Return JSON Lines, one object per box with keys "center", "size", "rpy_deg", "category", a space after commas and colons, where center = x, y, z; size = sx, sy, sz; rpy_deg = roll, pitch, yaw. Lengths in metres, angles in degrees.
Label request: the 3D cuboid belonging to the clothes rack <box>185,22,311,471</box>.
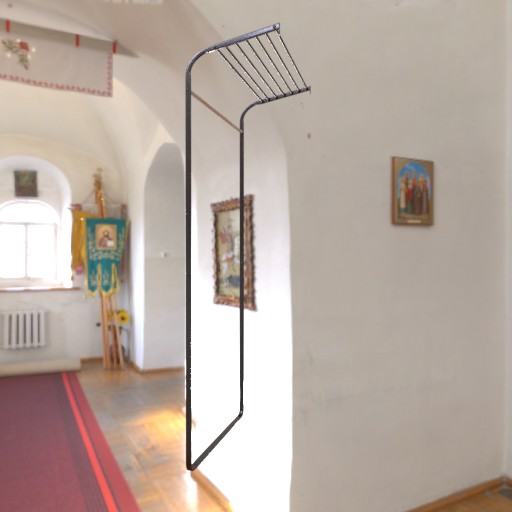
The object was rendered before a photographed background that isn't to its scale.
{"center": [0.000, 0.000, 1.834], "size": [0.349, 1.574, 0.609], "rpy_deg": [0, 1, 17], "category": "clothes rack"}
